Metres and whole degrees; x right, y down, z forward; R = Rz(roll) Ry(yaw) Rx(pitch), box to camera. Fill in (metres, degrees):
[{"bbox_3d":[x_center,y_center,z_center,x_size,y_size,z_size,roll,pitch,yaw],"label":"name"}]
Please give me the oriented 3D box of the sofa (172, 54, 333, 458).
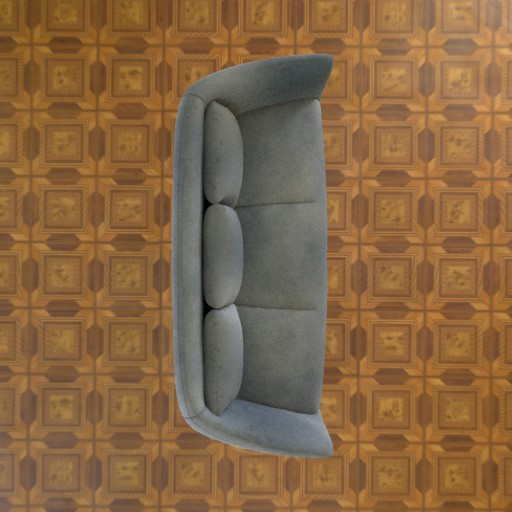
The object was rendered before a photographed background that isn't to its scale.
[{"bbox_3d":[0.000,0.000,2.567,0.849,0.795,2.095,0,90,0],"label":"sofa"}]
